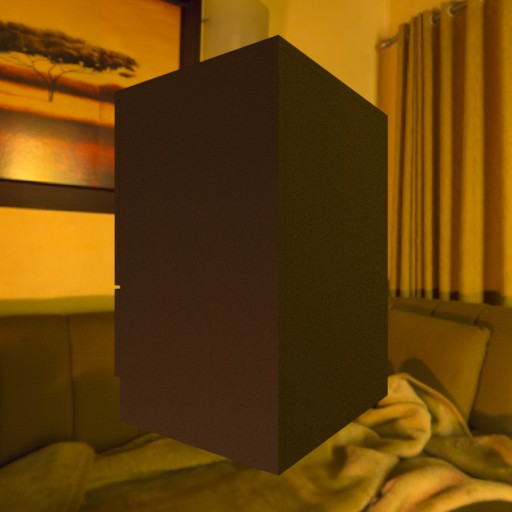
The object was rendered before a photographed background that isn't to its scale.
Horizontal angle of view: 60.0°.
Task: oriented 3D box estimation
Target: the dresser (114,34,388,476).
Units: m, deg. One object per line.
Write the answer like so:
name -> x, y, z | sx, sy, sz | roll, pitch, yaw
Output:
dresser -> 0.000, 0.000, 0.827 | 0.360, 0.560, 0.400 | 0, 0, 36
